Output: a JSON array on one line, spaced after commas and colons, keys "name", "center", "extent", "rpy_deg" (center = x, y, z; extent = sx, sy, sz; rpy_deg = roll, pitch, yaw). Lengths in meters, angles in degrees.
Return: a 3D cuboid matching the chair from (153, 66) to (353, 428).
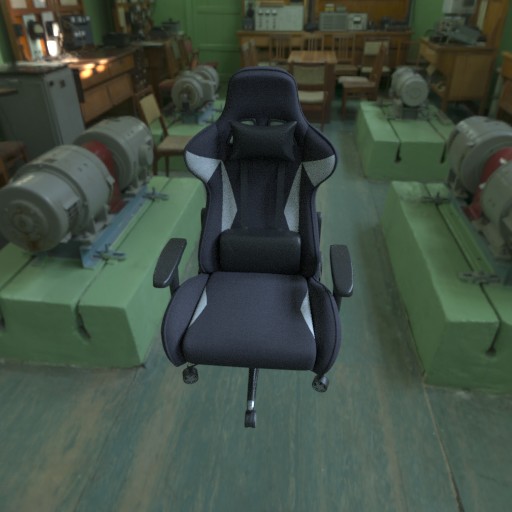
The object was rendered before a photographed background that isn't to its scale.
[{"name": "chair", "center": [0.000, 0.000, 1.742], "extent": [0.730, 1.300, 0.695], "rpy_deg": [2, 31, 4]}]
